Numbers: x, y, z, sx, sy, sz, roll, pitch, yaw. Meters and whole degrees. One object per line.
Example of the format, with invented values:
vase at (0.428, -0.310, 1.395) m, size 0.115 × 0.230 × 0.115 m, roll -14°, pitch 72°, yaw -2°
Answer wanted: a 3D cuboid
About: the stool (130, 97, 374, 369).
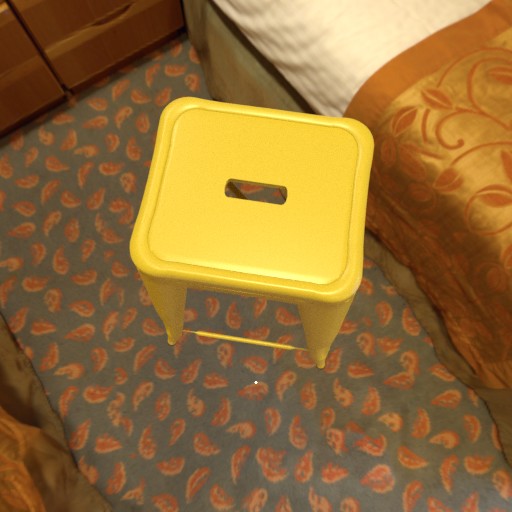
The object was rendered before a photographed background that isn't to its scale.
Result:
stool at (0.000, 0.000, 0.859) m, size 0.399 × 0.609 × 0.359 m, roll 8°, pitch 74°, yaw 2°
